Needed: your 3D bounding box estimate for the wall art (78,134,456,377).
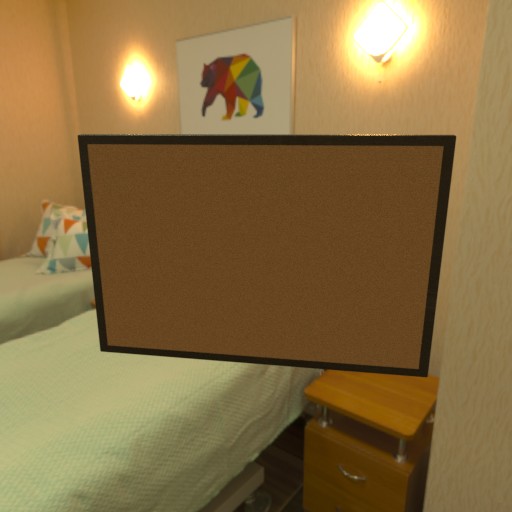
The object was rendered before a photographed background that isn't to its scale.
[{"bbox_3d":[0.000,0.000,1.157,0.912,0.612,0.038,2,16,9],"label":"wall art"}]
